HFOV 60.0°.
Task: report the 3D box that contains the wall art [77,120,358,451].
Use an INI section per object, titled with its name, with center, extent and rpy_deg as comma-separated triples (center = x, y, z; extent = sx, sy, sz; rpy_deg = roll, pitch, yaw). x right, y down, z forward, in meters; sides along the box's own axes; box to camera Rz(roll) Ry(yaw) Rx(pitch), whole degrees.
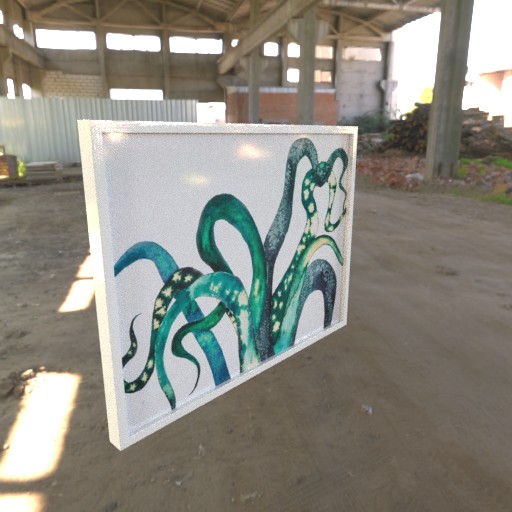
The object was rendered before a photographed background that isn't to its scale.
[wall art]
center = 0.000, 0.000, 1.382
extent = 0.053, 0.787, 1.041
rpy_deg = 14, 21, 41
